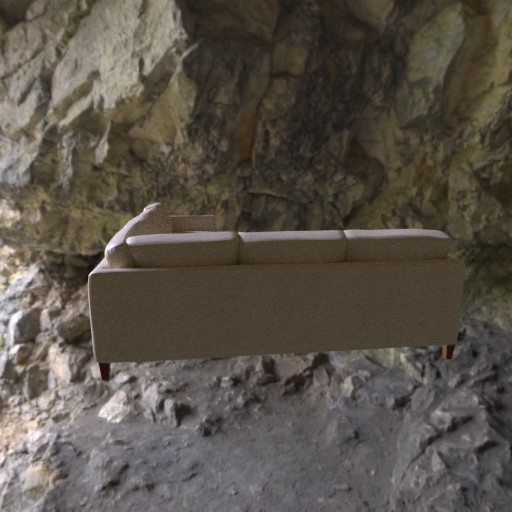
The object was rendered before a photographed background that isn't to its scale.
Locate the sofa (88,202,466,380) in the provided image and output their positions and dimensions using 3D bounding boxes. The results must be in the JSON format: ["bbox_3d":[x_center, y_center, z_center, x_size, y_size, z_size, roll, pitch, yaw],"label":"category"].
[{"bbox_3d":[0.000,0.000,4.557,2.593,0.947,3.302,-2,12,-7],"label":"sofa"}]
